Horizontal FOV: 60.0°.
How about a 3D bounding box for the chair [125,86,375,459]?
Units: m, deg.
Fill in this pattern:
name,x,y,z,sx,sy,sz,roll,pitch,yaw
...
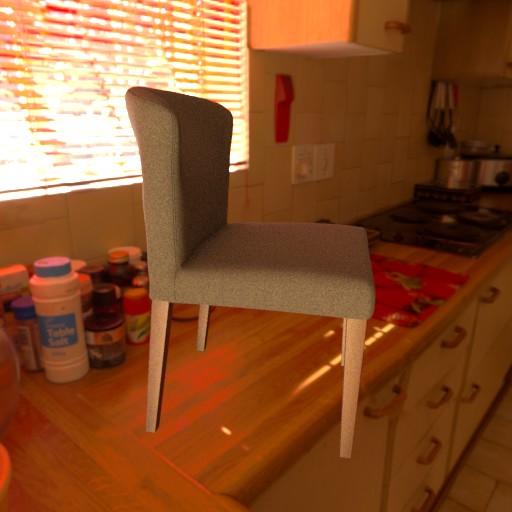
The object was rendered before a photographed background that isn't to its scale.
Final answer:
name,x,y,z,sx,sy,sz,roll,pitch,yaw
chair,0.000,0.000,1.170,0.592,0.839,0.491,3,18,10
